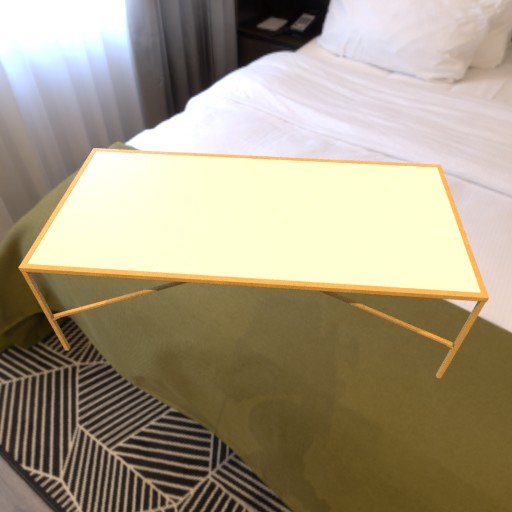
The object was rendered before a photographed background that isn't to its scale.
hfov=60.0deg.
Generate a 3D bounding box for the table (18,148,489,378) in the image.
[{"bbox_3d":[0.000,0.000,1.476,1.206,0.398,0.580,3,46,3],"label":"table"}]
